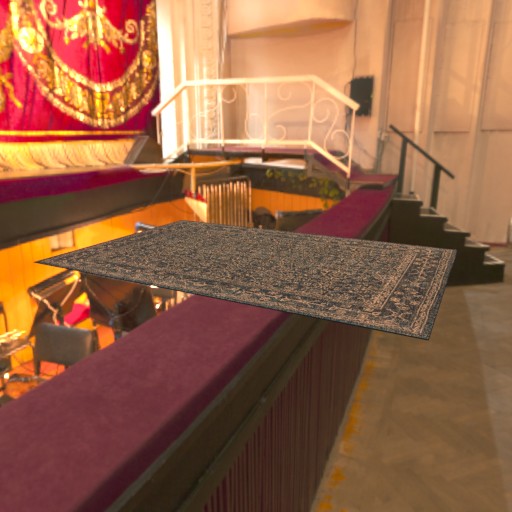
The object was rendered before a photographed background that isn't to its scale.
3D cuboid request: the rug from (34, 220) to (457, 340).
[{"bbox_3d":[0.000,0.000,2.268,1.819,0.005,1.200,8,18,26],"label":"rug"}]
